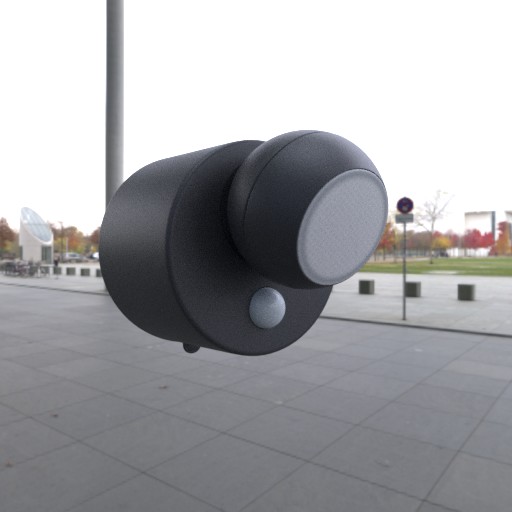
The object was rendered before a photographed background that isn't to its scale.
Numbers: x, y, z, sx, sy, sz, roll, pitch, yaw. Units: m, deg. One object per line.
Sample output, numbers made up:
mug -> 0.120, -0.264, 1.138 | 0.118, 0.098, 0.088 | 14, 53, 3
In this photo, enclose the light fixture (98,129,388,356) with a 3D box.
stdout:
light fixture -> 0.000, 0.000, 0.261 | 0.134, 0.143, 0.160 | 0, 1, -37
